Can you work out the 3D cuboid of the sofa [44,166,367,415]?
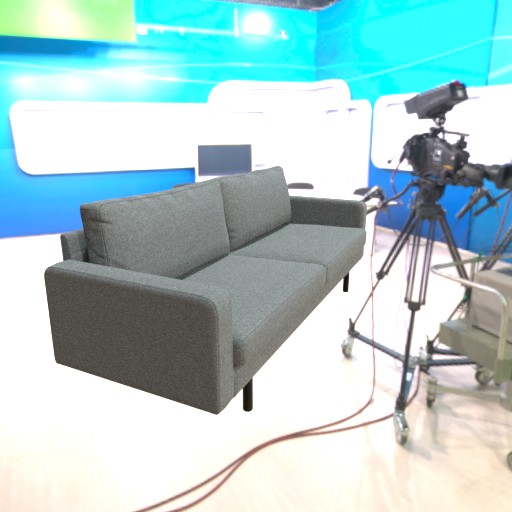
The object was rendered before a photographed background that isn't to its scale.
[{"bbox_3d":[0.000,0.000,2.618,0.880,0.880,2.200,8,18,25],"label":"sofa"}]
